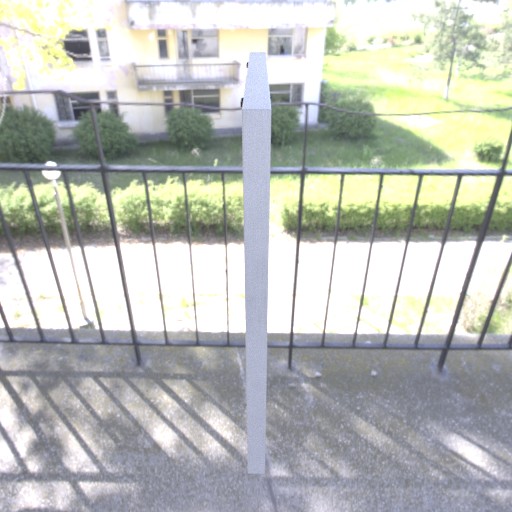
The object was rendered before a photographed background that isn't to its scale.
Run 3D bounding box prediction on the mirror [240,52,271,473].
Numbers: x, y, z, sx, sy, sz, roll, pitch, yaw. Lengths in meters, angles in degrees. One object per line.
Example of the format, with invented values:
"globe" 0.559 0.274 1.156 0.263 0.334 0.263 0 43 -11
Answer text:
"mirror" 0.000 0.000 0.916 0.039 0.710 0.507 0 32 0
